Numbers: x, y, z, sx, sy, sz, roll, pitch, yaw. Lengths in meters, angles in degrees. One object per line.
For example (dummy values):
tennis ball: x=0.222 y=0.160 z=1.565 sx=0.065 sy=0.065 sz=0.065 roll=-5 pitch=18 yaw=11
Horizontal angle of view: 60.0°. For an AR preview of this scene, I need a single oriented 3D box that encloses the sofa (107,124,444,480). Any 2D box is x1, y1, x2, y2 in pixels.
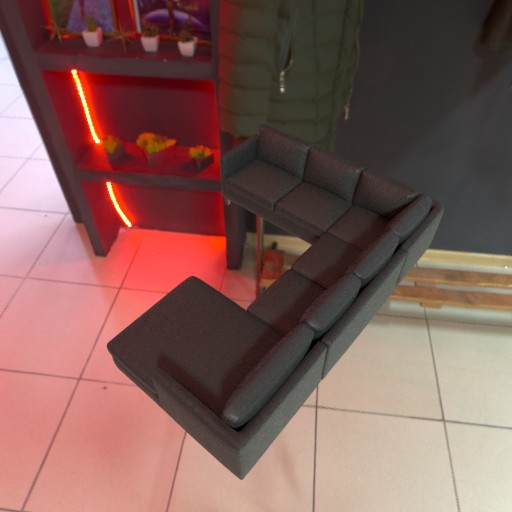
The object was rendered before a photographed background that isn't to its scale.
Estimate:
sofa: x=0.000 y=0.000 z=4.695 sx=2.593 sy=0.923 sz=3.460 roll=31 pitch=53 yaw=26
